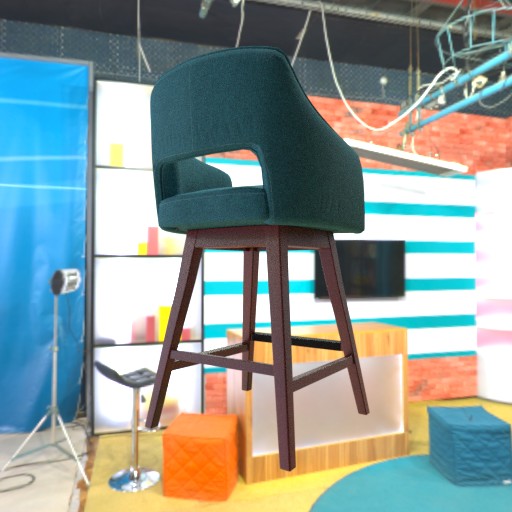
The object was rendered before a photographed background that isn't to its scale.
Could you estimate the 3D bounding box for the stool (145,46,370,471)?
[{"bbox_3d":[0.000,0.000,1.285,0.548,0.961,0.556,-1,-2,35],"label":"stool"}]
